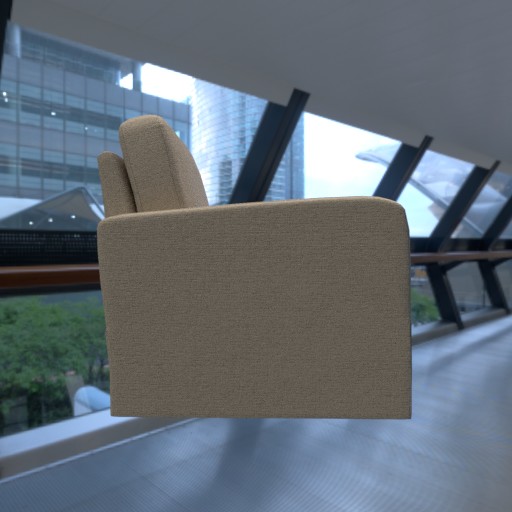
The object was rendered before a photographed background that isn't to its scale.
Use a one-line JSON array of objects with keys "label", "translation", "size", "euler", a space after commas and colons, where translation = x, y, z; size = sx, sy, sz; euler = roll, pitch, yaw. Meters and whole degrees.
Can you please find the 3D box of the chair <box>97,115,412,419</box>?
[{"label": "chair", "translation": [0.000, 0.000, 1.504], "size": [0.888, 0.827, 0.755], "euler": [0, 0, 1]}]
